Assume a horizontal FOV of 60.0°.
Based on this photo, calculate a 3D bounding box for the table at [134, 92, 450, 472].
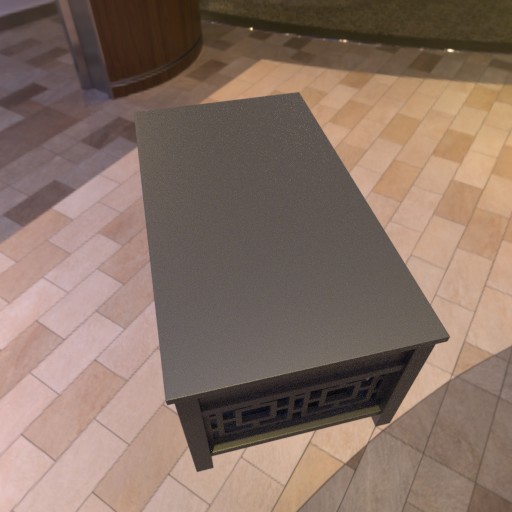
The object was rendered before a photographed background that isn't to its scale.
[{"bbox_3d":[0.000,0.000,1.419,0.612,0.493,1.068,-10,49,-9],"label":"table"}]
